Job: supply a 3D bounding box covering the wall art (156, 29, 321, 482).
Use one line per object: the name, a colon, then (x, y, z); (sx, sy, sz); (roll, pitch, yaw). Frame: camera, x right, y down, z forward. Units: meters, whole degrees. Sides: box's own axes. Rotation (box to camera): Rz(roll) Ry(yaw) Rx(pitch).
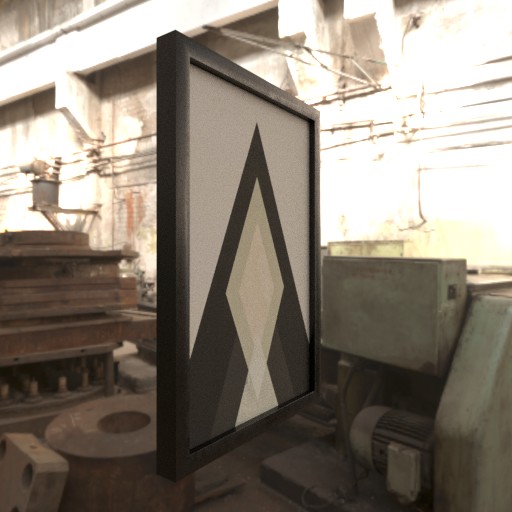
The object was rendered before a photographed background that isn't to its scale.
wall art: (0.000, 0.000, 0.582); (0.031, 0.457, 0.313); (0, 0, 36)
